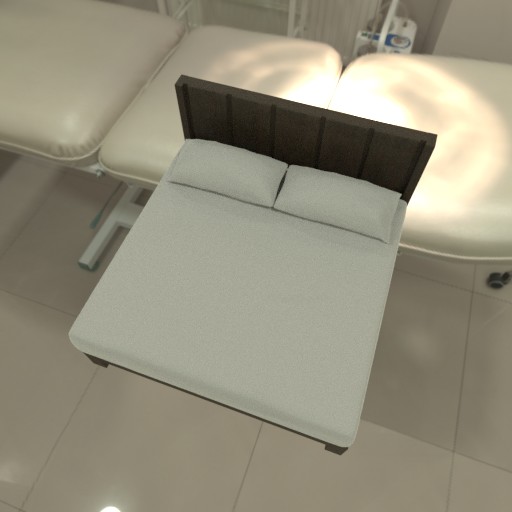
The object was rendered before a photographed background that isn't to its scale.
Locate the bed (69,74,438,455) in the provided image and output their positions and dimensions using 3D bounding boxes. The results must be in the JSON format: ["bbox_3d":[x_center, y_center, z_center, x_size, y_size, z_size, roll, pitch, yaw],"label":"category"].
[{"bbox_3d":[0.000,0.000,3.541,2.143,1.261,2.238,17,60,10],"label":"bed"}]
